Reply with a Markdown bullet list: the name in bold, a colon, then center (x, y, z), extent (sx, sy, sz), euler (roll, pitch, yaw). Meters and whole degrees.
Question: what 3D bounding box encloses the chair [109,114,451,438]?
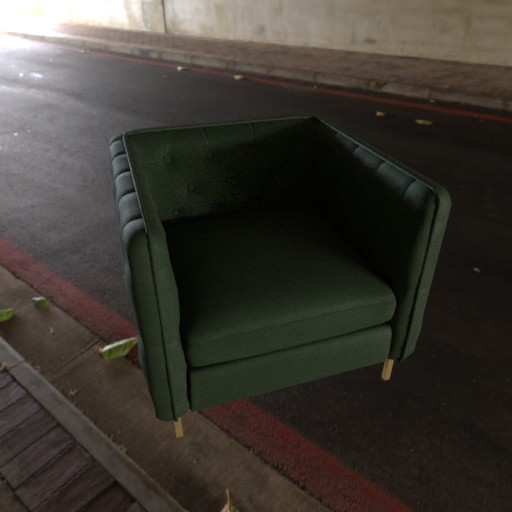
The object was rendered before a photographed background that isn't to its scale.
- **chair**: center (0.000, 0.000, 1.607), extent (0.917, 0.768, 0.855), euler (-10, 33, -15)
